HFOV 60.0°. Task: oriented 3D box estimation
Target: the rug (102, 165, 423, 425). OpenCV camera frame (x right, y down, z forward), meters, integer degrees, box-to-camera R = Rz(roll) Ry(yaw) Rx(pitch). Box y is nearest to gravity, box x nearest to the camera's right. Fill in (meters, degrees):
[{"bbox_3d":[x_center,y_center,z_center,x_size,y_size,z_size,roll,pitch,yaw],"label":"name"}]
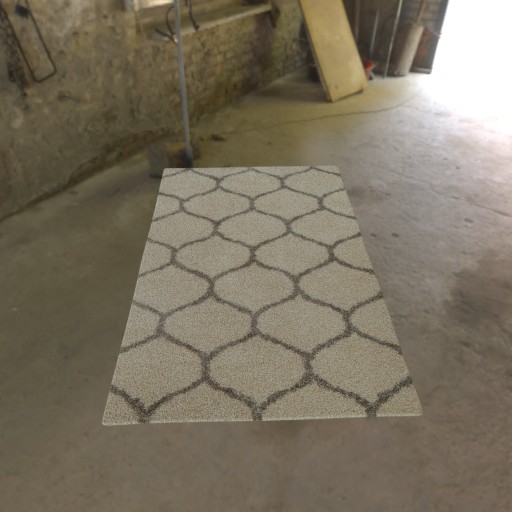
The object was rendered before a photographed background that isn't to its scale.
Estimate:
[{"bbox_3d":[0.000,0.000,2.948,1.501,0.024,2.348,-1,41,-1],"label":"rug"}]
